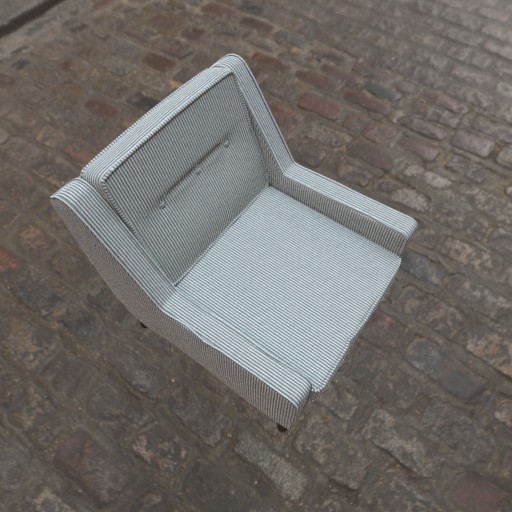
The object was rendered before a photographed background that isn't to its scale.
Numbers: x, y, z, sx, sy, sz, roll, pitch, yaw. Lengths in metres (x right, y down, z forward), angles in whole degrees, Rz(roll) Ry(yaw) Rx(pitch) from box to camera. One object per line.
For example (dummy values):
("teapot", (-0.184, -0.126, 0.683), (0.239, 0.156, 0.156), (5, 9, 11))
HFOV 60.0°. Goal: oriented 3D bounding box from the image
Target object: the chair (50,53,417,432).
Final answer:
("chair", (0.000, 0.000, 1.329), (0.743, 0.792, 0.663), (32, 64, 18))
